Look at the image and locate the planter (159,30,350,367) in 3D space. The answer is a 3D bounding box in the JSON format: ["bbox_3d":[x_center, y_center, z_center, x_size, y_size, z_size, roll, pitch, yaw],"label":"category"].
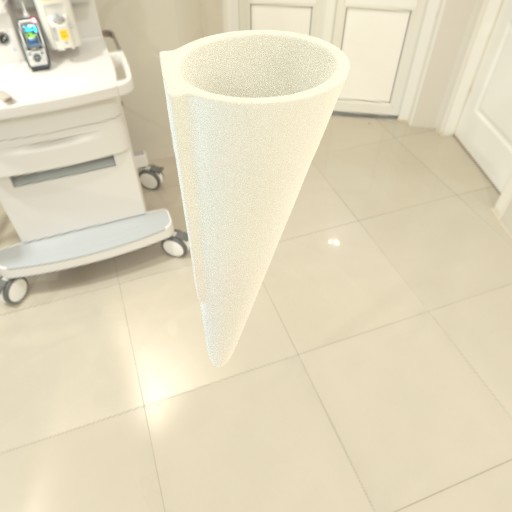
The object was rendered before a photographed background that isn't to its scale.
[{"bbox_3d":[0.000,0.000,0.221,0.064,0.193,0.057,-10,48,-9],"label":"planter"}]
